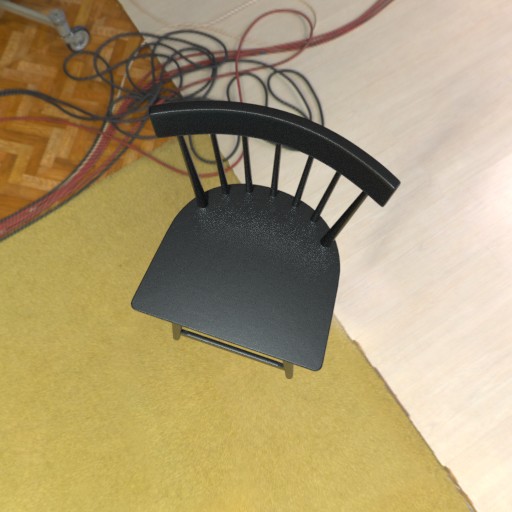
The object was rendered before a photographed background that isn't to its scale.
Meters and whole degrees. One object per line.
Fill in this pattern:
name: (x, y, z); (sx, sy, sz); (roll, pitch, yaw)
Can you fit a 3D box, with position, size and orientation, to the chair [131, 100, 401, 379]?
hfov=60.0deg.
chair: (0.000, 0.000, 1.227); (0.483, 0.952, 0.572); (18, 77, 4)
